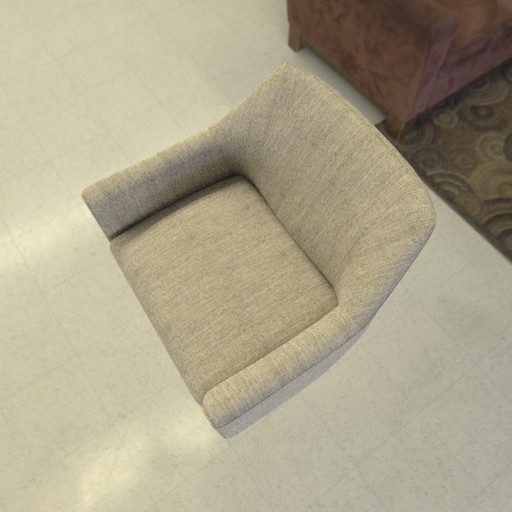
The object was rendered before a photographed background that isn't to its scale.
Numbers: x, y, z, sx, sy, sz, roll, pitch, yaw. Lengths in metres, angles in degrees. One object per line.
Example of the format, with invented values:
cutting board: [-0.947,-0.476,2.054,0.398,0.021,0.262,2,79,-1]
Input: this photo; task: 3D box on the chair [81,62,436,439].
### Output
chair: [0.000,0.000,1.401,0.758,0.761,0.796,-30,68,-14]
